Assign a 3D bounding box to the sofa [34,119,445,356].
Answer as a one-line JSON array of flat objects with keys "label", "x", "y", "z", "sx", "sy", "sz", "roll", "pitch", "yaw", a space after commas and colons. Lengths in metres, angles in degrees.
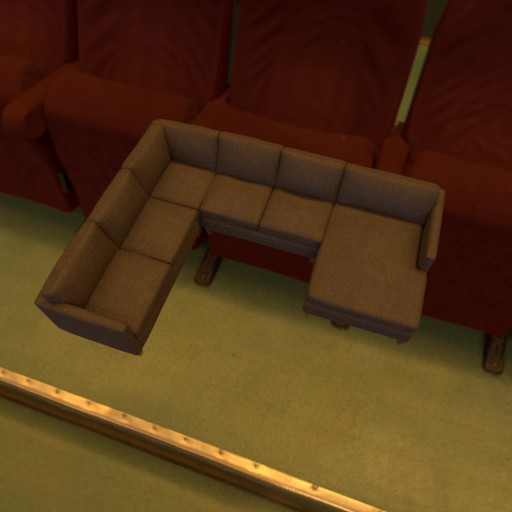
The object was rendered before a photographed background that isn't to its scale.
[{"label": "sofa", "x": 0.000, "y": 0.000, "z": 4.592, "sx": 3.460, "sy": 0.961, "sz": 2.594, "roll": 16, "pitch": 59, "yaw": 10}]
